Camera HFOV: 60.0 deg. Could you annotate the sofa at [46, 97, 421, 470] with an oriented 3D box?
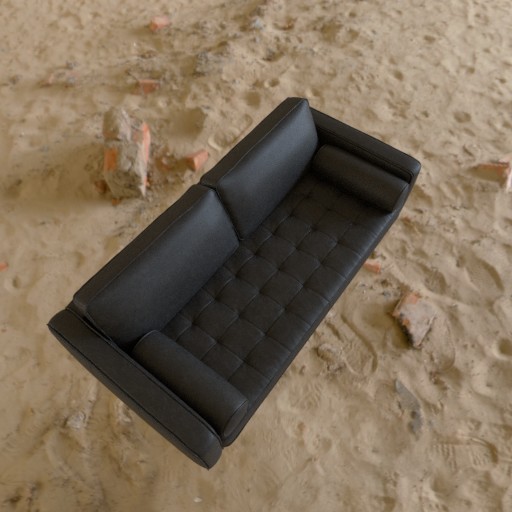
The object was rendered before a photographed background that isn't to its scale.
[{"bbox_3d":[0.000,0.000,2.311,0.921,0.770,1.879,33,64,18],"label":"sofa"}]
